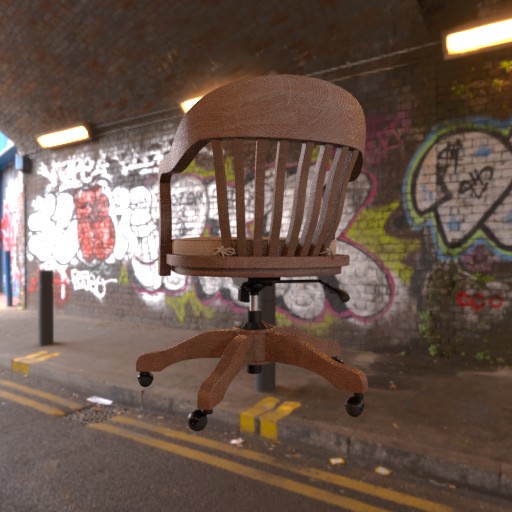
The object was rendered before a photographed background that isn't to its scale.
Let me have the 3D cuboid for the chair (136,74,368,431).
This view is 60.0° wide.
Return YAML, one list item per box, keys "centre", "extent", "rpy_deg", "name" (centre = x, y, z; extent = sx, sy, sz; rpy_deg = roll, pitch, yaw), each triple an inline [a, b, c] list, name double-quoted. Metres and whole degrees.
- centre: [0.000, 0.000, 1.449]
  extent: [0.750, 0.878, 0.788]
  rpy_deg: [0, 0, -17]
  name: "chair"
